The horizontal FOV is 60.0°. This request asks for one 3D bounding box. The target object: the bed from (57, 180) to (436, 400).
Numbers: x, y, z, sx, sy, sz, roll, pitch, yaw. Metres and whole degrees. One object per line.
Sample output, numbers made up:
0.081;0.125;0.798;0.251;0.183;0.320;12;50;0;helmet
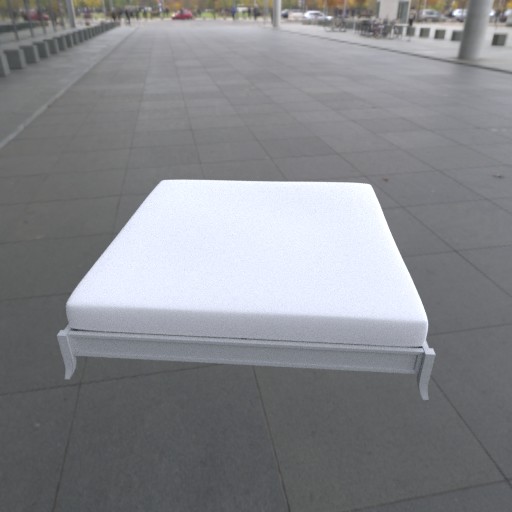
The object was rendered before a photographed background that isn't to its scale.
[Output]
0.000;0.000;3.226;2.007;0.510;2.108;2;29;4;bed
